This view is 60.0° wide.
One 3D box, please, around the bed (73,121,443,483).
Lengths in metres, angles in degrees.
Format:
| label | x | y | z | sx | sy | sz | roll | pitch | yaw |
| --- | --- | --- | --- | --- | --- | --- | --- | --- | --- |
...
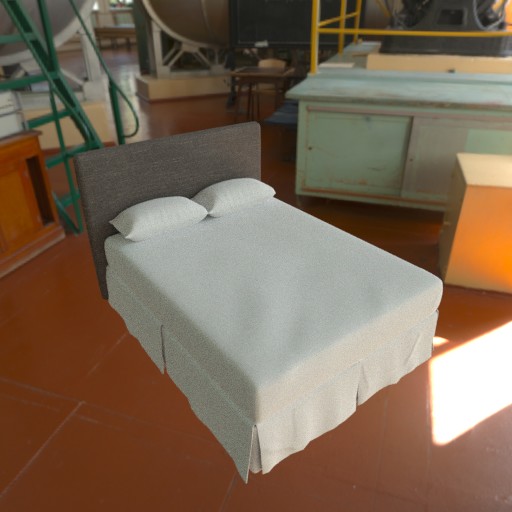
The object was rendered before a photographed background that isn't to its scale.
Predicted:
| label | x | y | z | sx | sy | sz | roll | pitch | yaw |
| --- | --- | --- | --- | --- | --- | --- | --- | --- | --- |
| bed | 0.000 | 0.000 | 3.197 | 1.723 | 1.330 | 2.142 | -21 | 36 | -32 |
